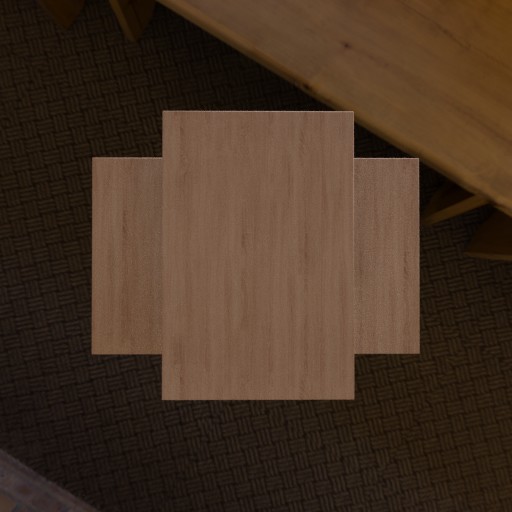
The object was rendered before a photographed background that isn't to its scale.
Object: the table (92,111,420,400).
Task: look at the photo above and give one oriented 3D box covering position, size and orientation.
[{"bbox_3d":[0.000,0.000,2.039,1.443,0.700,1.100,0,89,-1],"label":"table"}]
